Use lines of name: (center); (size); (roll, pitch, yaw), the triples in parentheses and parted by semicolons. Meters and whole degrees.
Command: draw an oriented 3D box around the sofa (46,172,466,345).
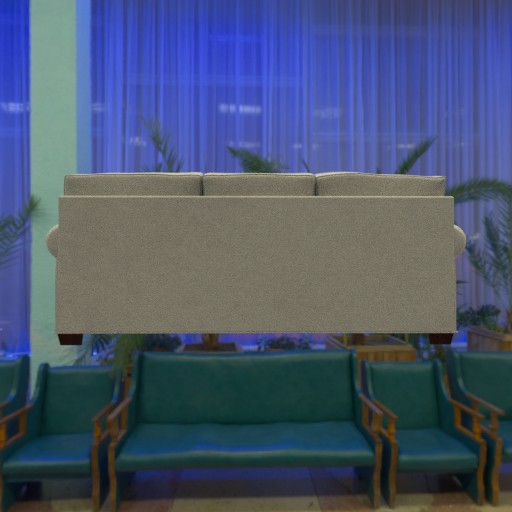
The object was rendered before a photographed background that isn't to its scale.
sofa: (0.000, 0.000, 2.403); (1.770, 0.734, 1.226); (0, 0, -1)
